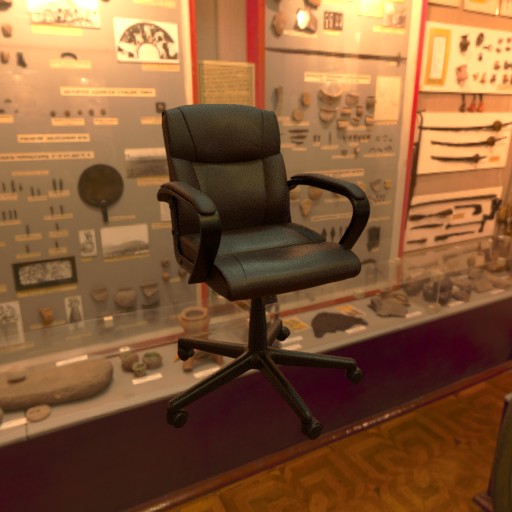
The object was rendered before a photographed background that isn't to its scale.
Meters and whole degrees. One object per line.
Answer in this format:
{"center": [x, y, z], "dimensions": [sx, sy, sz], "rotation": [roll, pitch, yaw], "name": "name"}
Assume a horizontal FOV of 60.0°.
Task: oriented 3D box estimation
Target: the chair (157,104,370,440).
{"center": [0.000, 0.000, 1.517], "dimensions": [0.739, 1.004, 0.717], "rotation": [-8, 19, -26], "name": "chair"}
